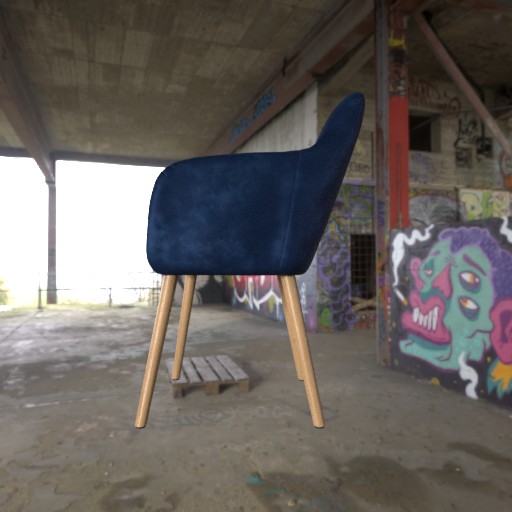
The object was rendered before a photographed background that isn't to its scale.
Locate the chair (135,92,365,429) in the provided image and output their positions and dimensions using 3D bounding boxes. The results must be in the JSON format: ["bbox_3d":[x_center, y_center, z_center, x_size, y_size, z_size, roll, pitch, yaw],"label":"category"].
[{"bbox_3d":[0.000,0.000,1.285,0.573,0.826,0.578,0,-1,1],"label":"chair"}]
